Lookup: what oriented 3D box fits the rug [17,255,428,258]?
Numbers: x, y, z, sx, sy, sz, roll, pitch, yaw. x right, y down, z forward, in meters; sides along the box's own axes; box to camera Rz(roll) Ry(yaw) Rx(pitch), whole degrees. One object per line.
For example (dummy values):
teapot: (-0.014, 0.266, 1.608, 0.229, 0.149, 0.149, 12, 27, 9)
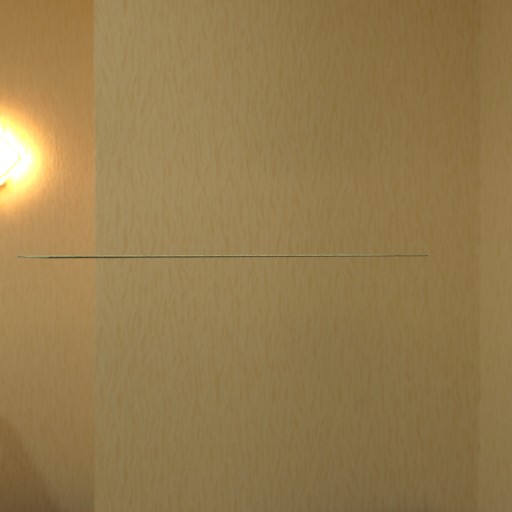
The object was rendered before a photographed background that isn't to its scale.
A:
rug: (0.000, 0.000, 2.474, 2.275, 0.009, 0.684, 0, 0, -36)
